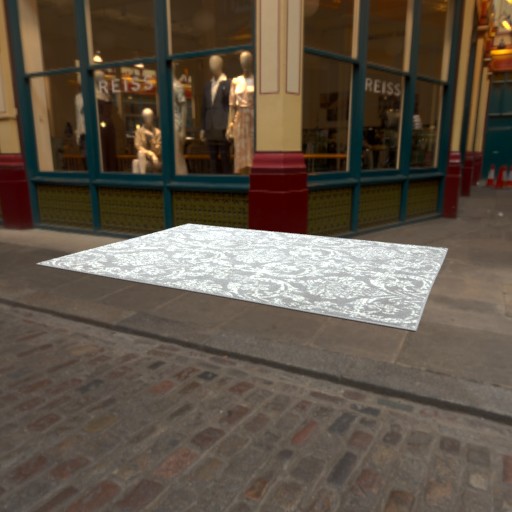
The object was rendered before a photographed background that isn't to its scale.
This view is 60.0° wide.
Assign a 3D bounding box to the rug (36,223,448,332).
[{"bbox_3d":[0.000,0.000,2.895,2.206,0.014,1.578,7,16,26],"label":"rug"}]
